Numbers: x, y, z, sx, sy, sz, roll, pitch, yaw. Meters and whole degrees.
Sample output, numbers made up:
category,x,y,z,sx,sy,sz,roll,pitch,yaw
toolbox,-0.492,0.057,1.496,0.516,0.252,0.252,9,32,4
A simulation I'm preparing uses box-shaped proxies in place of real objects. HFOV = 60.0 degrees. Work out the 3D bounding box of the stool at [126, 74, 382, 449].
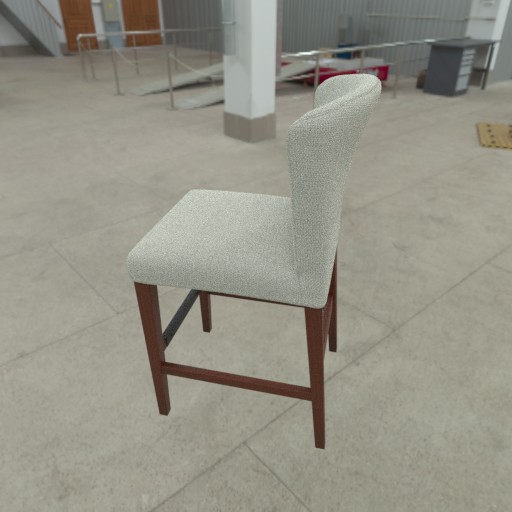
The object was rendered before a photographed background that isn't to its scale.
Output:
category,x,y,z,sx,sy,sz,roll,pitch,yaw
stool,0.000,0.000,1.267,0.568,0.969,0.481,7,31,12
